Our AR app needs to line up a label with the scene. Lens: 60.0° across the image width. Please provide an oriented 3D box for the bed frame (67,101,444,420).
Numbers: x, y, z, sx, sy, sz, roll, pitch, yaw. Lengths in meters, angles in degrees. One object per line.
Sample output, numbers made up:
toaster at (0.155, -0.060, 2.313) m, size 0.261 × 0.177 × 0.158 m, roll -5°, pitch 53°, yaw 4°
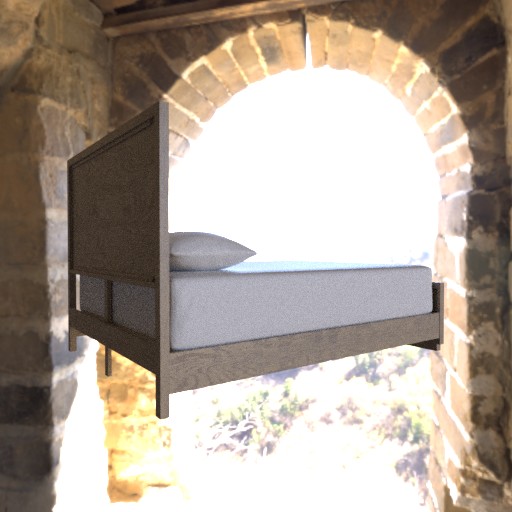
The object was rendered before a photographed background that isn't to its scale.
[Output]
bed frame at (0.000, 0.000, 3.193) m, size 2.189 × 1.369 × 1.606 m, roll -1°, pitch 1°, yaw -36°
